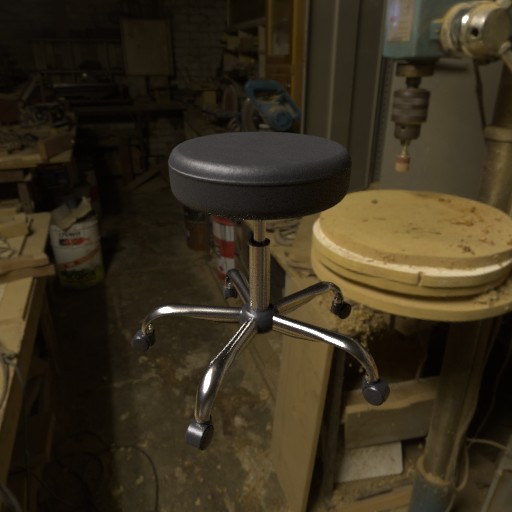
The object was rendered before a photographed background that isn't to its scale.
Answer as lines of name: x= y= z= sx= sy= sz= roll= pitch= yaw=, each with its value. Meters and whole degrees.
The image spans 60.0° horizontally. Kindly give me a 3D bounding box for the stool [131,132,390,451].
stool: x=0.000 y=0.000 z=1.137 sx=0.673 sy=0.576 sz=0.638 roll=-7 pitch=26 yaw=-16
